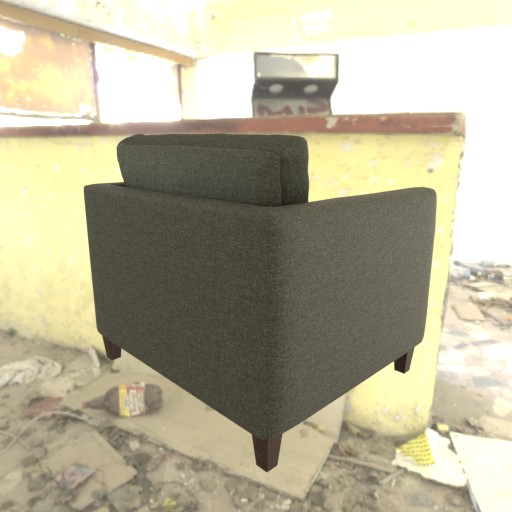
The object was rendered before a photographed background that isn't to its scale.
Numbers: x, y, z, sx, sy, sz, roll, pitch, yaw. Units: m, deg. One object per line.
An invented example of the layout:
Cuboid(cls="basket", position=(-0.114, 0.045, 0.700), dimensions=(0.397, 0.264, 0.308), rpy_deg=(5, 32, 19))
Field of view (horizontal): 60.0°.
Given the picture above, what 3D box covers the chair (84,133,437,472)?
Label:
Cuboid(cls="chair", position=(0.000, 0.000, 1.806), dimensions=(0.959, 0.963, 1.107), rpy_deg=(-14, 20, -43))
